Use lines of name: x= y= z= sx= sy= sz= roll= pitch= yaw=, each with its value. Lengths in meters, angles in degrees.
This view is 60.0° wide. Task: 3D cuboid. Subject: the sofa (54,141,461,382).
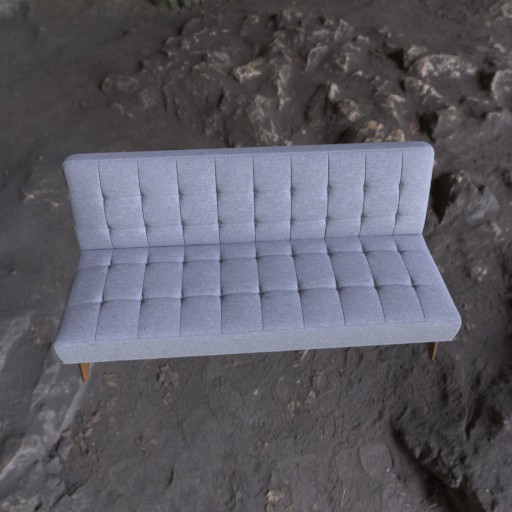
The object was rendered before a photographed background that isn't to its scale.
sofa: x=0.000 y=0.000 z=2.179 sx=1.800 sy=0.810 sz=0.860 roll=-3 pitch=46 yaw=-3
